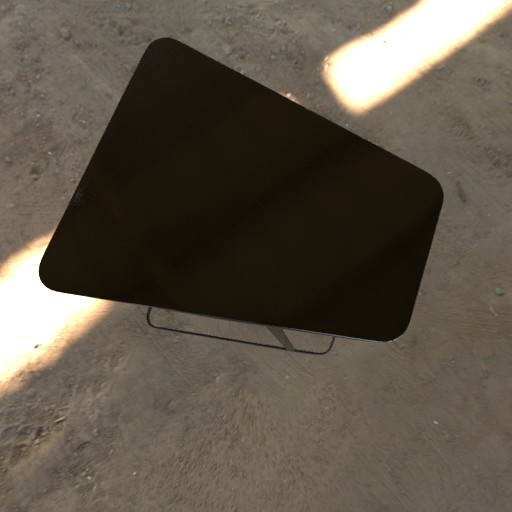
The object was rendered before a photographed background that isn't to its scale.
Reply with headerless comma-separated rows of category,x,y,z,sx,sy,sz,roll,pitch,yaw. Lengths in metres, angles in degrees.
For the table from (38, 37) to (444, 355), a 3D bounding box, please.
table,0.000,0.000,0.931,0.500,0.624,0.427,19,77,5
